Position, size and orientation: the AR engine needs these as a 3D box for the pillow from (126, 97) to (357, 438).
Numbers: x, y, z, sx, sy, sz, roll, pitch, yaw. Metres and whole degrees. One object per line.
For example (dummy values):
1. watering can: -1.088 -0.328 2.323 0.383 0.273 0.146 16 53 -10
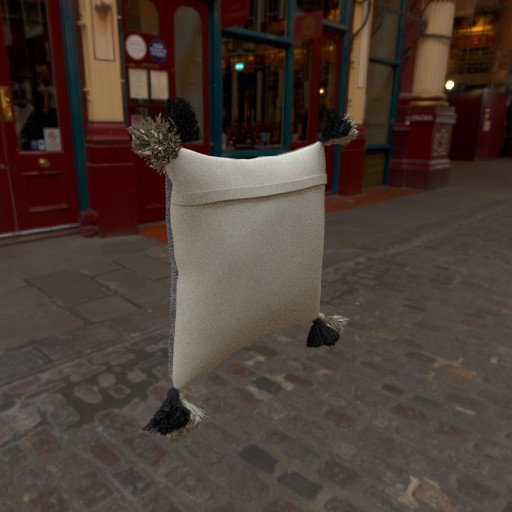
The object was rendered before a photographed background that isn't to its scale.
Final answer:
1. pillow: 0.000 0.000 0.998 0.170 0.659 0.654 16 23 43
